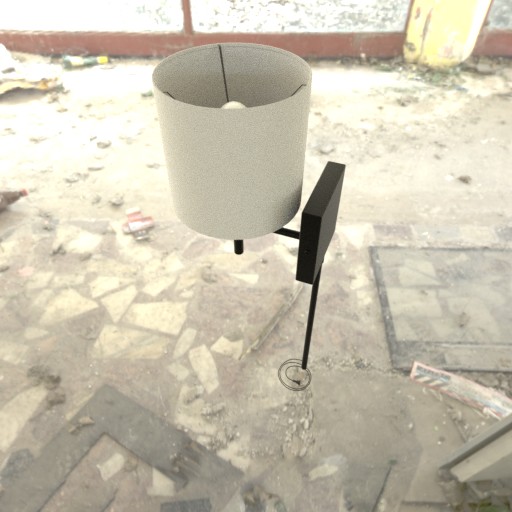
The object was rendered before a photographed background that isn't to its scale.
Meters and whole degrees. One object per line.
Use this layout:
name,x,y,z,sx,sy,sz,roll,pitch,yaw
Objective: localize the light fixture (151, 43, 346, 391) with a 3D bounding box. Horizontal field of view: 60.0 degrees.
light fixture,0.000,0.000,0.721,0.248,0.589,0.188,16,47,15
